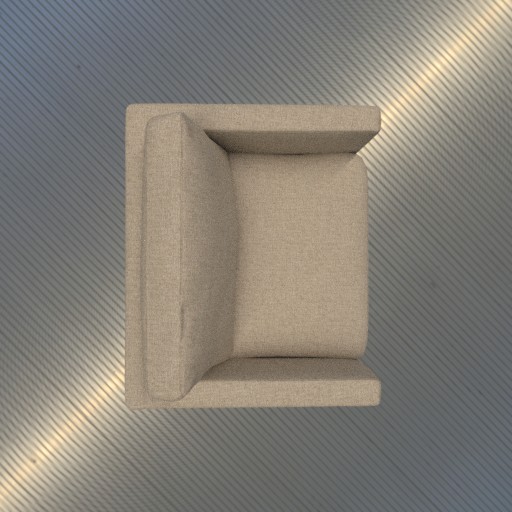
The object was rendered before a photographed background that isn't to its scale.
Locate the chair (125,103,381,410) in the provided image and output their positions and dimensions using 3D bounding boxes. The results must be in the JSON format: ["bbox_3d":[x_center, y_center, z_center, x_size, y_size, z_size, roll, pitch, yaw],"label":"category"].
[{"bbox_3d":[0.000,0.000,1.851,0.959,0.961,1.107,0,90,-1],"label":"chair"}]
